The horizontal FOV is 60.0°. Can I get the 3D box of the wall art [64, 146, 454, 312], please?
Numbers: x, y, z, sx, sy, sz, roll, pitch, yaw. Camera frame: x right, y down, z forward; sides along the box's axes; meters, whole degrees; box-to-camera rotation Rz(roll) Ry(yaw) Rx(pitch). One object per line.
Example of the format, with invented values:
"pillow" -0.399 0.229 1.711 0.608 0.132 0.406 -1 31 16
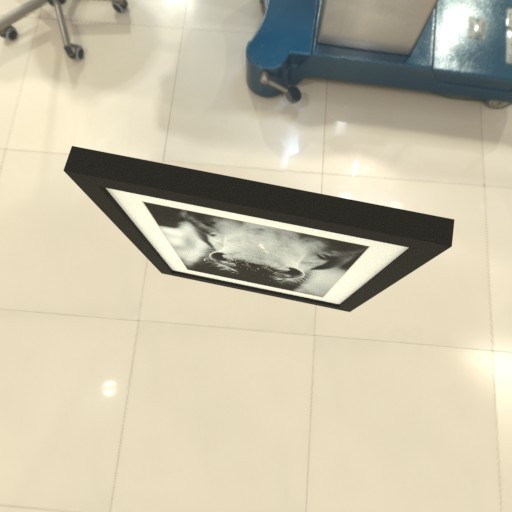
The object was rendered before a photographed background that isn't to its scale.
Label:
"wall art" 0.000 0.000 0.566 0.329 0.404 0.024 11 76 3
